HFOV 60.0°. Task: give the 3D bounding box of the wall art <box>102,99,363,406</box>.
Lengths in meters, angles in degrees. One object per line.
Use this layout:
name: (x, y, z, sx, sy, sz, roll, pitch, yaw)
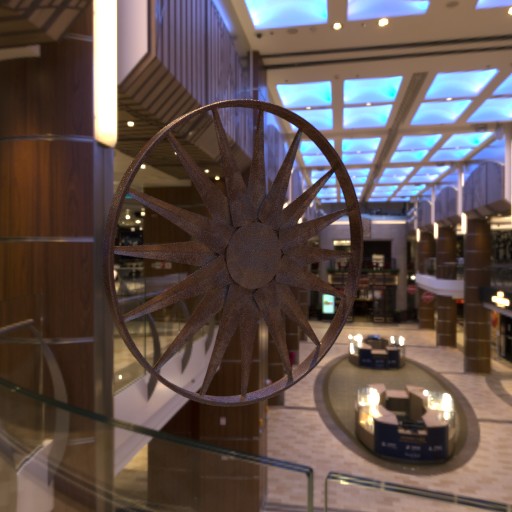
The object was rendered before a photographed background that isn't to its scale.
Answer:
wall art: (0.000, 0.000, 0.866, 0.582, 0.583, 0.084, 0, 0, -35)
